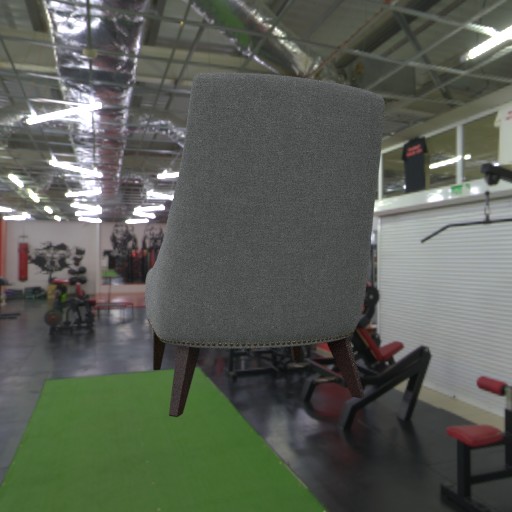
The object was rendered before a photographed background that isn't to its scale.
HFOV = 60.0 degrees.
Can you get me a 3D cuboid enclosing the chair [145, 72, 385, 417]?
[{"bbox_3d":[0.000,0.000,1.517,0.701,0.909,0.861,0,-1,-17],"label":"chair"}]
